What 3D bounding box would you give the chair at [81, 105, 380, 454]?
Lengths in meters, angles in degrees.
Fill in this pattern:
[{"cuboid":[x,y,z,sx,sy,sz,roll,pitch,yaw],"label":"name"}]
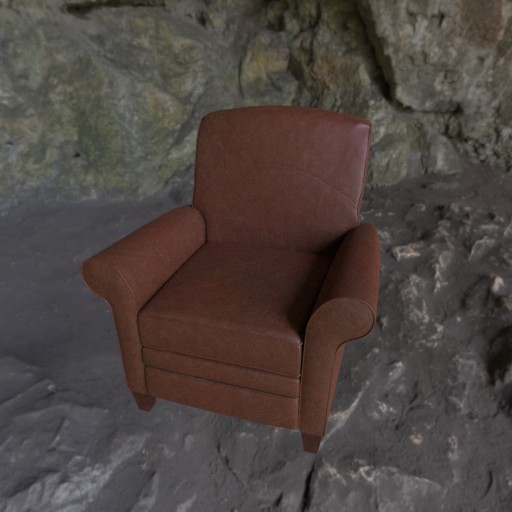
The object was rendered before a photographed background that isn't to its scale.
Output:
[{"cuboid":[0.000,0.000,1.773,0.978,1.061,0.902,8,26,16],"label":"chair"}]
